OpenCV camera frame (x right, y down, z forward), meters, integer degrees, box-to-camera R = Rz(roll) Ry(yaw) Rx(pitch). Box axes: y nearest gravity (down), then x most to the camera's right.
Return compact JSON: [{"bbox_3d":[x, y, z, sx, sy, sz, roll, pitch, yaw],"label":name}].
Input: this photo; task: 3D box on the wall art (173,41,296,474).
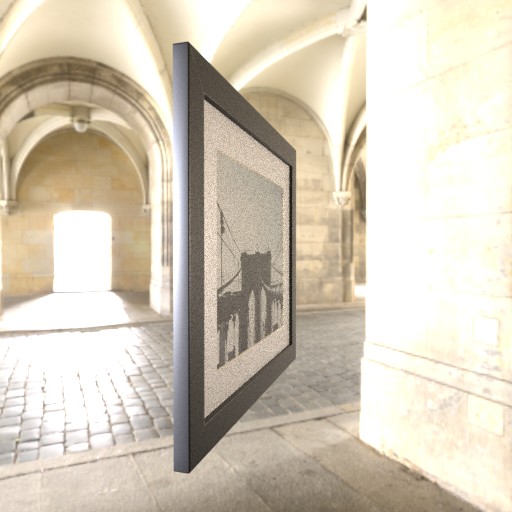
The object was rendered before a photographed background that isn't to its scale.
[{"bbox_3d":[0.000,0.000,0.711,0.018,0.450,0.521,0,1,17],"label":"wall art"}]
